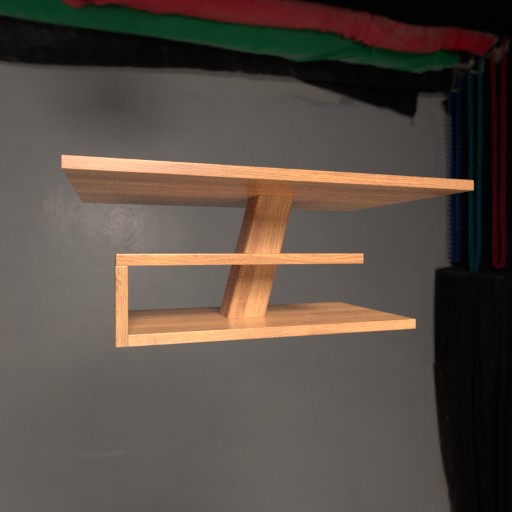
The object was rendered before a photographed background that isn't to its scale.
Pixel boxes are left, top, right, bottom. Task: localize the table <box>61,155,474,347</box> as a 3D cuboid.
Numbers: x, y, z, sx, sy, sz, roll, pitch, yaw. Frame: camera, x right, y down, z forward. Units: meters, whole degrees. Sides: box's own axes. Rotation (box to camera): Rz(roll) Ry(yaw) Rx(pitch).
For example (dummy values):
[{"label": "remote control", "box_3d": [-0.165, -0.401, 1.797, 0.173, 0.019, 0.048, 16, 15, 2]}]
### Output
[{"label": "table", "box_3d": [0.000, 0.000, 1.449, 1.100, 0.442, 0.700, 0, 1, -18]}]
